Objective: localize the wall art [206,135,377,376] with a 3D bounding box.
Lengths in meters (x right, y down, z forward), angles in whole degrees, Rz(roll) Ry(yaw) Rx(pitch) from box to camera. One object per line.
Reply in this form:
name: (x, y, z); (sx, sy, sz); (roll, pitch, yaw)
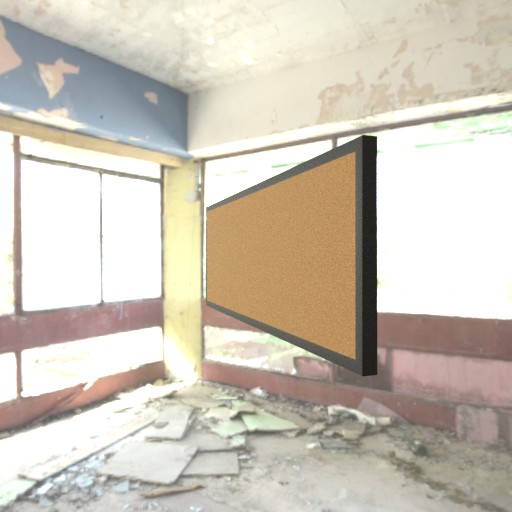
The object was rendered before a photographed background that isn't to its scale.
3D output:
wall art: (0.000, 0.000, 1.764); (0.041, 0.554, 1.572); (0, 0, -20)
